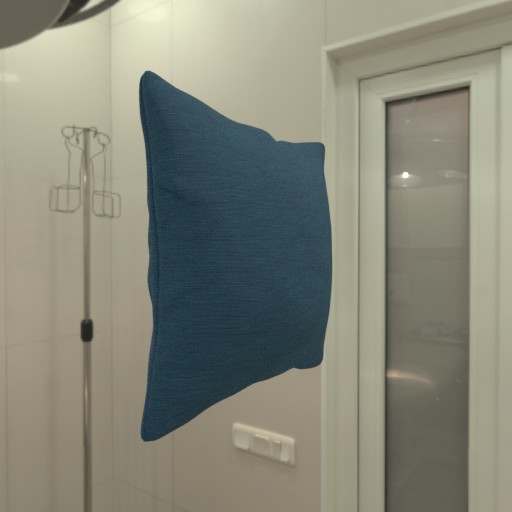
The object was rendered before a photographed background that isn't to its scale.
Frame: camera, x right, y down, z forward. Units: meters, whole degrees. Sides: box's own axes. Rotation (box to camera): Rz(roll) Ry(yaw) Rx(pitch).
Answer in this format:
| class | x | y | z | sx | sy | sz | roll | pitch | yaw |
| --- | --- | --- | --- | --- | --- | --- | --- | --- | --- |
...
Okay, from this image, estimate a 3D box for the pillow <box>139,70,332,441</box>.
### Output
| class | x | y | z | sx | sy | sz | roll | pitch | yaw |
| --- | --- | --- | --- | --- | --- | --- | --- | --- | --- |
| pillow | 0.000 | 0.000 | 0.669 | 0.177 | 0.420 | 0.437 | 1 | 1 | 35 |
